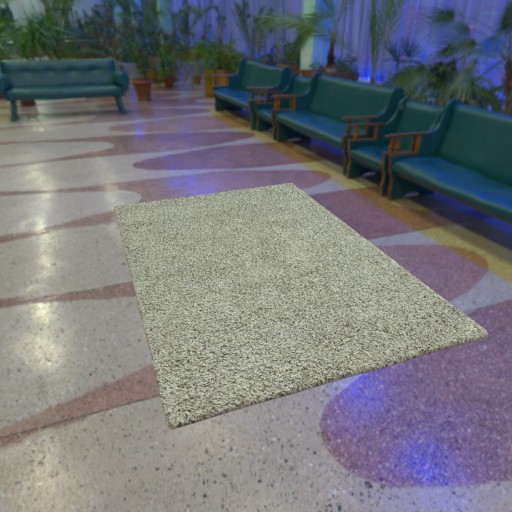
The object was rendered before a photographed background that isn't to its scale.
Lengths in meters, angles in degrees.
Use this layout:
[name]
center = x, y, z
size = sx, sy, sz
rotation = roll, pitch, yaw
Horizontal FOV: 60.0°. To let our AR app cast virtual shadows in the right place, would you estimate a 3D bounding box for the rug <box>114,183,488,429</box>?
[rug]
center = 0.000, 0.000, 2.214
size = 1.219, 0.030, 1.778
rotation = -10, 31, -18
